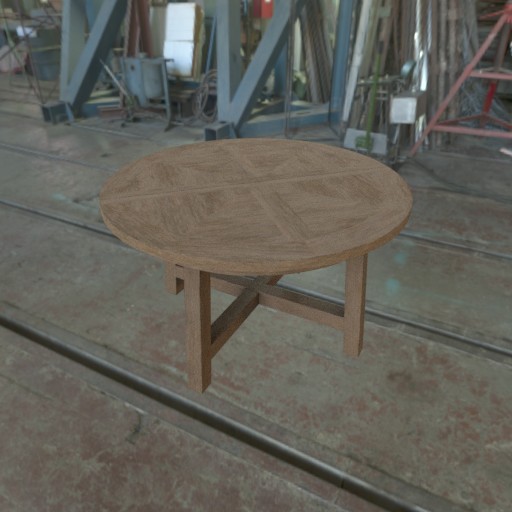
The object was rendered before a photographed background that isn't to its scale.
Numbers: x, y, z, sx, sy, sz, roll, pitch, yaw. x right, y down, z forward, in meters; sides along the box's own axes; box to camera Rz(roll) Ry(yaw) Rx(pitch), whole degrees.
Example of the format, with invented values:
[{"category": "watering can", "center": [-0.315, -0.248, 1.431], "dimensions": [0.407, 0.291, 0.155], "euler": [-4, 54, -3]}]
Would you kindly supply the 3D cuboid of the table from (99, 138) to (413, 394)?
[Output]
[{"category": "table", "center": [0.000, 0.000, 2.146], "dimensions": [1.319, 0.762, 1.319], "euler": [0, 31, 0]}]
